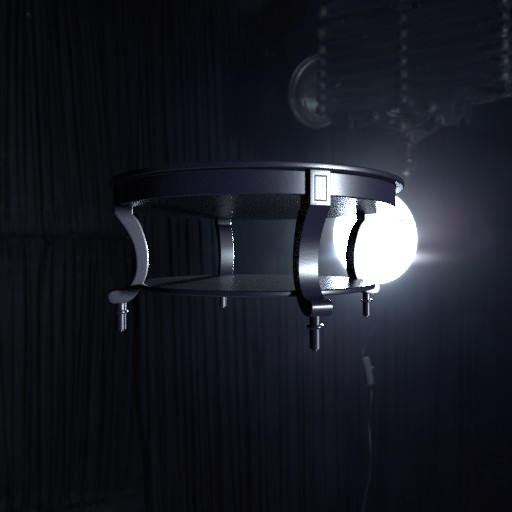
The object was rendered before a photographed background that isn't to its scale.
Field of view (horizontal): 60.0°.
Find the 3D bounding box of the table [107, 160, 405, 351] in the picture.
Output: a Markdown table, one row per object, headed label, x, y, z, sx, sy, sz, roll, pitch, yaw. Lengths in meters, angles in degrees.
| label | x | y | z | sx | sy | sz | roll | pitch | yaw |
| --- | --- | --- | --- | --- | --- | --- | --- | --- | --- |
| table | 0.000 | 0.000 | 1.617 | 1.029 | 0.491 | 1.029 | 0 | 1 | 0 |
